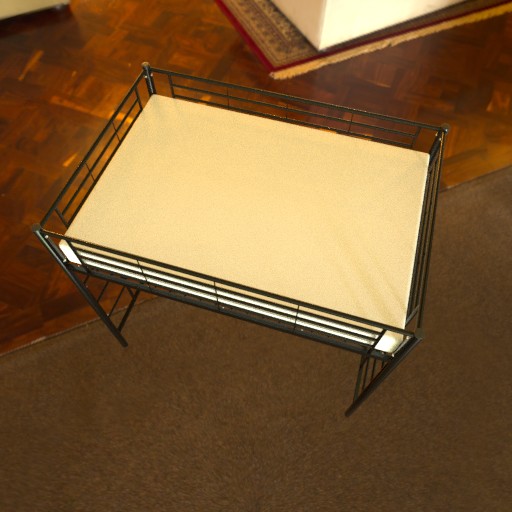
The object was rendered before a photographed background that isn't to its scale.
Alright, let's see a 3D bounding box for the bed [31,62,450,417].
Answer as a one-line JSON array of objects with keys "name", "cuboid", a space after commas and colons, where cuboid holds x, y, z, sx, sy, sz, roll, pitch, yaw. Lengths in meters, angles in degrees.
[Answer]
[{"name": "bed", "cuboid": [0.000, 0.000, 3.214, 1.994, 1.803, 1.397, 15, 61, 9]}]
